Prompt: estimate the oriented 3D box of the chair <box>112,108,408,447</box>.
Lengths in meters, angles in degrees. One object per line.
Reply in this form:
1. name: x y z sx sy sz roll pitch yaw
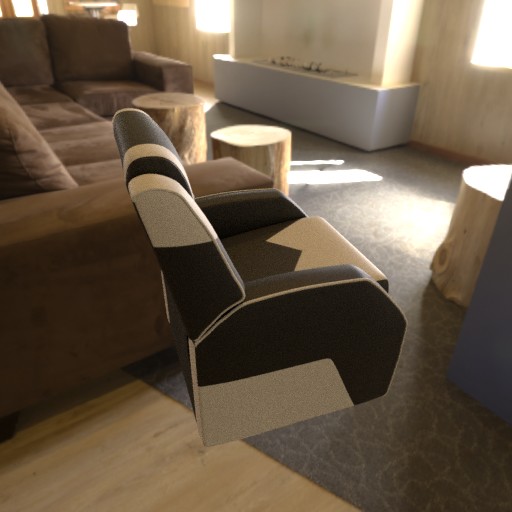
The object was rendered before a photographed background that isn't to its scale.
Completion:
1. chair: 0.000 0.000 1.290 0.672 0.805 0.620 -10 32 -16
